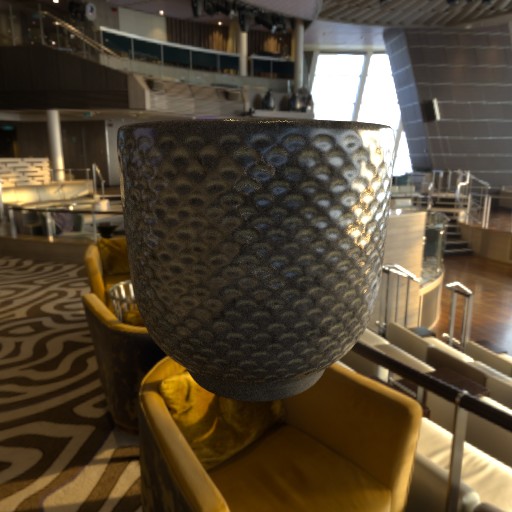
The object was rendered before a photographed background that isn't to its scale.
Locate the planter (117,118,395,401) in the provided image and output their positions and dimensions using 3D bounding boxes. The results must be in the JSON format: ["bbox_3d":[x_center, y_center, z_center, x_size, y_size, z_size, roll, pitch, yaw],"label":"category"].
[{"bbox_3d":[0.000,0.000,0.346,0.197,0.191,0.197,0,12,0],"label":"planter"}]
